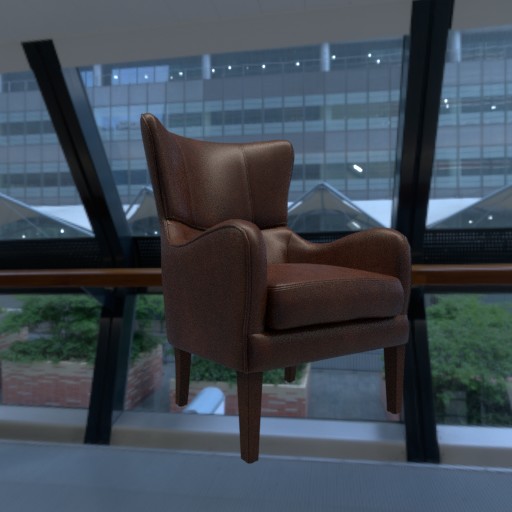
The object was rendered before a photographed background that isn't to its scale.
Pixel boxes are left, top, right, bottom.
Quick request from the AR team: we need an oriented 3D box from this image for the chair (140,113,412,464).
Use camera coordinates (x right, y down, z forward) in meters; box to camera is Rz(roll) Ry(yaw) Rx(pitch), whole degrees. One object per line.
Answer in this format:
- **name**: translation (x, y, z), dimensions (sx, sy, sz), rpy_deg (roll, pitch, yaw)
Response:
- **chair**: translation (0.000, 0.000, 1.612), dimensions (0.692, 1.048, 0.914), rpy_deg (0, 0, -36)
